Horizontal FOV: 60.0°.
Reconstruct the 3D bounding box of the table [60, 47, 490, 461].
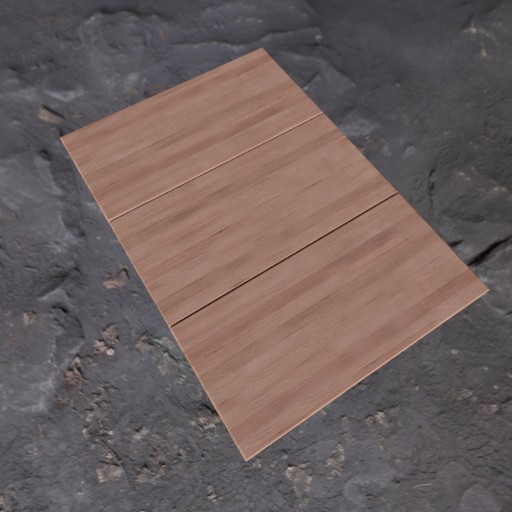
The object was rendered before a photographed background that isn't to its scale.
[{"bbox_3d":[0.000,0.000,1.859,0.900,0.770,1.300,-30,68,-14],"label":"table"}]
